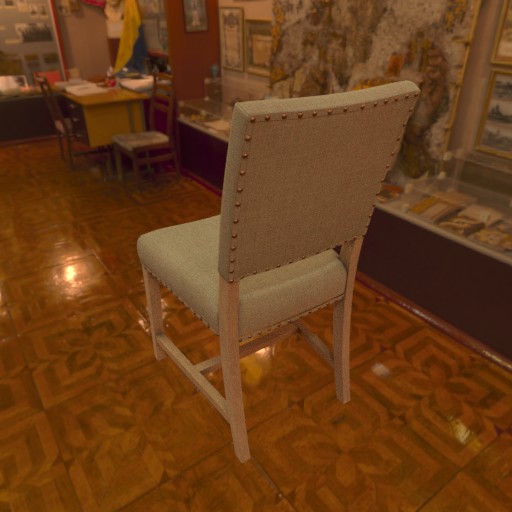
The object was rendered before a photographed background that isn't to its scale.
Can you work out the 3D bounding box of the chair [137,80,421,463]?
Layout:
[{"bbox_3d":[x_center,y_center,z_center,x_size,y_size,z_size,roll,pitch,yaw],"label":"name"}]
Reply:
[{"bbox_3d":[0.000,0.000,1.281,0.508,0.986,0.622,-18,35,-28],"label":"chair"}]
